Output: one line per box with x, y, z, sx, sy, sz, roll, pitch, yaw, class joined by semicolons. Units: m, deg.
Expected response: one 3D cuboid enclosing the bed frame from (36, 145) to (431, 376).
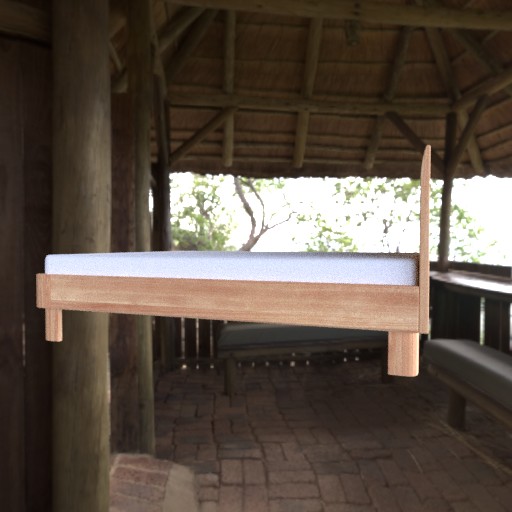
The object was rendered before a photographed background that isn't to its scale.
0.000;0.000;2.900;2.092;0.940;1.660;1;2;21;bed frame
